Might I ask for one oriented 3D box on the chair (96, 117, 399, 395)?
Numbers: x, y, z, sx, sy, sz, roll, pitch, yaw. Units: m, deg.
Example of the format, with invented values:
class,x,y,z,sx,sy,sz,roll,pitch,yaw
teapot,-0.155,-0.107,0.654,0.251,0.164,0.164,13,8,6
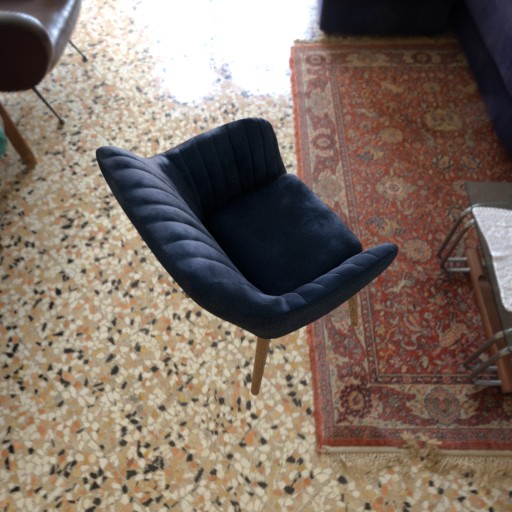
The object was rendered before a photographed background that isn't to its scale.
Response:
class,x,y,z,sx,sy,sz,roll,pitch,yaw
chair,0.000,0.000,1.244,0.573,0.826,0.578,-31,63,-18
